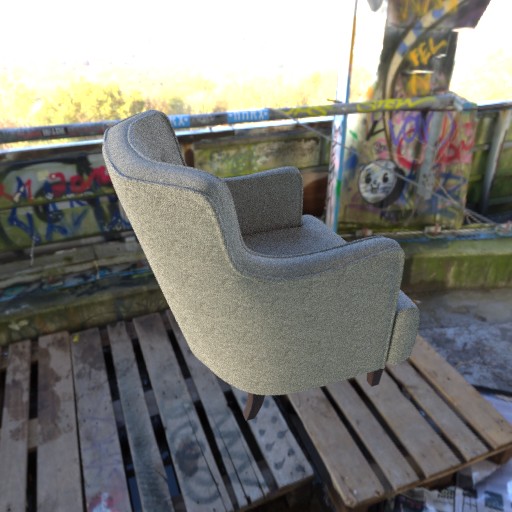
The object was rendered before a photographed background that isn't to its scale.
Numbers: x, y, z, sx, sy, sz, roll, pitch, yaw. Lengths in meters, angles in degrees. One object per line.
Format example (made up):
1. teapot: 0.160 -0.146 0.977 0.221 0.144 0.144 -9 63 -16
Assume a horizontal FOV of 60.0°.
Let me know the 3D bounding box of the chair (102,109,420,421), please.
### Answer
1. chair: 0.000 0.000 1.615 0.910 0.920 0.820 -11 32 -18
